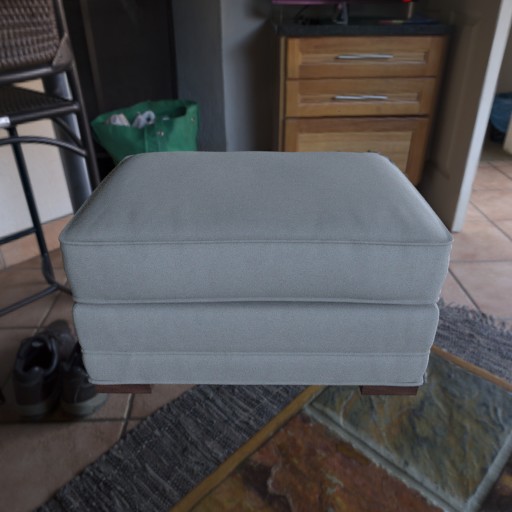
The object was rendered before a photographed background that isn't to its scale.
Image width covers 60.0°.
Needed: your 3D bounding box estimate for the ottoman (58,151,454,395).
[{"bbox_3d":[0.000,0.000,1.238,0.848,0.482,0.611,0,30,0],"label":"ottoman"}]
